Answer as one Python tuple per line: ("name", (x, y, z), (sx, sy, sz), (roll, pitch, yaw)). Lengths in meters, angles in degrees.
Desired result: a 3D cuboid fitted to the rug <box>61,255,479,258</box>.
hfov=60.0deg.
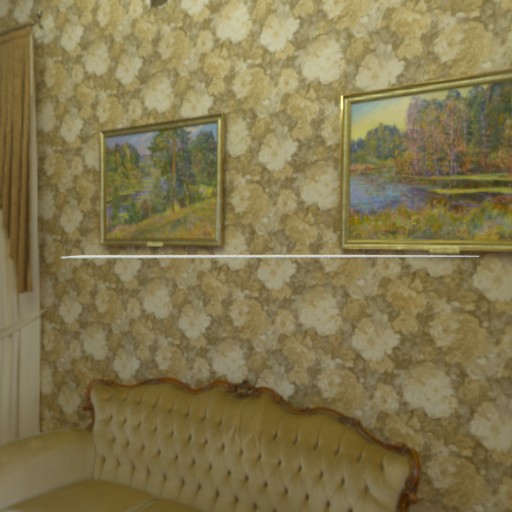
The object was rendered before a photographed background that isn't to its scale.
("rug", (0.000, 0.000, 2.414), (1.850, 0.006, 1.234), (0, 0, -18))
